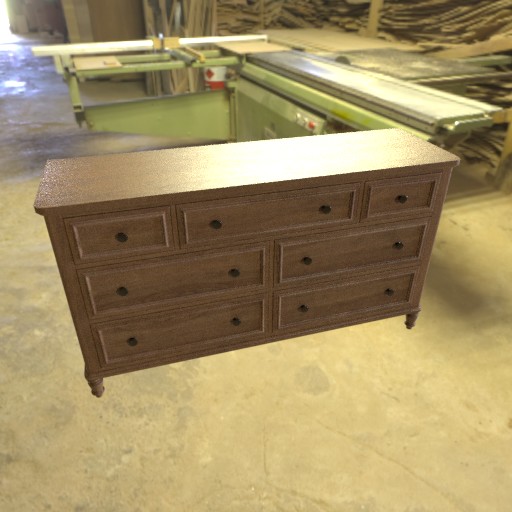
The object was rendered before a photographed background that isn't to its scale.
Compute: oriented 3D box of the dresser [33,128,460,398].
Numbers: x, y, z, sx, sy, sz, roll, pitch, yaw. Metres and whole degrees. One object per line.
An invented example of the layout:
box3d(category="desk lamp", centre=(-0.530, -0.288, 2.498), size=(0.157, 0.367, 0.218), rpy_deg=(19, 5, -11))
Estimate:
box3d(category="dresser", centre=(0.000, 0.000, 1.985), size=(1.583, 0.892, 0.468), rpy_deg=(-9, 33, -14))
